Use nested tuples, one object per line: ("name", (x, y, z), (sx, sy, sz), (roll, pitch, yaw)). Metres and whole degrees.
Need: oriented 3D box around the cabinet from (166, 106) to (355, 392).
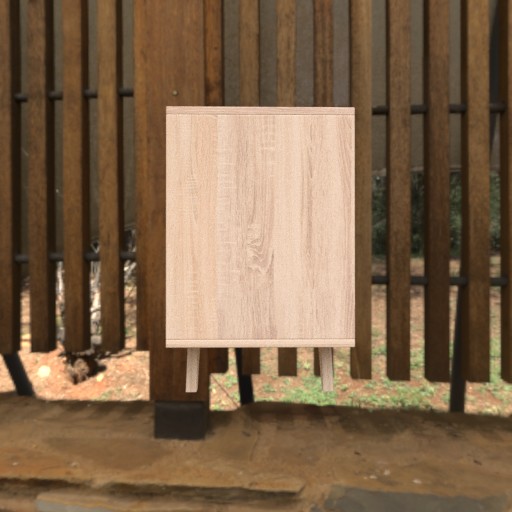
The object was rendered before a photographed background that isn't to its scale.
("cabinet", (0.000, 0.000, 1.996), (0.500, 0.780, 1.650), (0, 0, -1))
